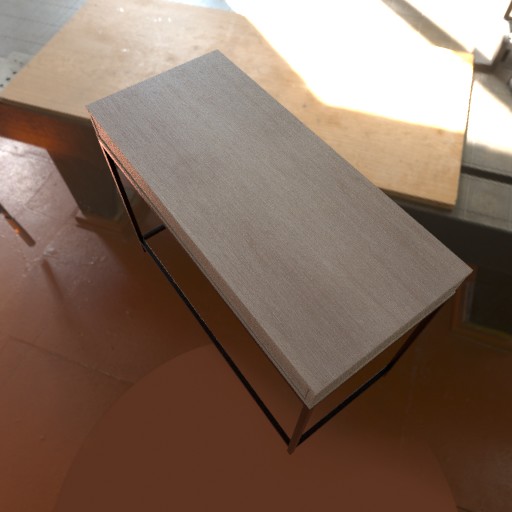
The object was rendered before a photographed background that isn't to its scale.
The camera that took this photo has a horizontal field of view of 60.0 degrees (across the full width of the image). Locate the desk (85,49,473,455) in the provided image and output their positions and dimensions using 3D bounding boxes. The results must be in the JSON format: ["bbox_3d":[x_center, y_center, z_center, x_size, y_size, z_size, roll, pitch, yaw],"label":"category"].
[{"bbox_3d":[0.000,0.000,1.449,0.470,0.762,1.016,-32,63,-18],"label":"desk"}]
